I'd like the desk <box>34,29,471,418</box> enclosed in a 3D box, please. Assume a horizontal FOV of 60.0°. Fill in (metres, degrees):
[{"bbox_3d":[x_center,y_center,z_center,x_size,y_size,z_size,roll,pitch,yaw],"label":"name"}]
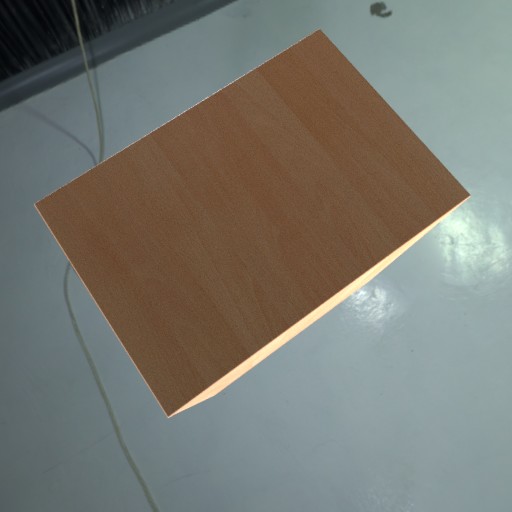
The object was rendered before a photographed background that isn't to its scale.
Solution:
[{"bbox_3d":[0.000,0.000,1.075,0.600,0.730,0.404,-35,78,-9],"label":"desk"}]
